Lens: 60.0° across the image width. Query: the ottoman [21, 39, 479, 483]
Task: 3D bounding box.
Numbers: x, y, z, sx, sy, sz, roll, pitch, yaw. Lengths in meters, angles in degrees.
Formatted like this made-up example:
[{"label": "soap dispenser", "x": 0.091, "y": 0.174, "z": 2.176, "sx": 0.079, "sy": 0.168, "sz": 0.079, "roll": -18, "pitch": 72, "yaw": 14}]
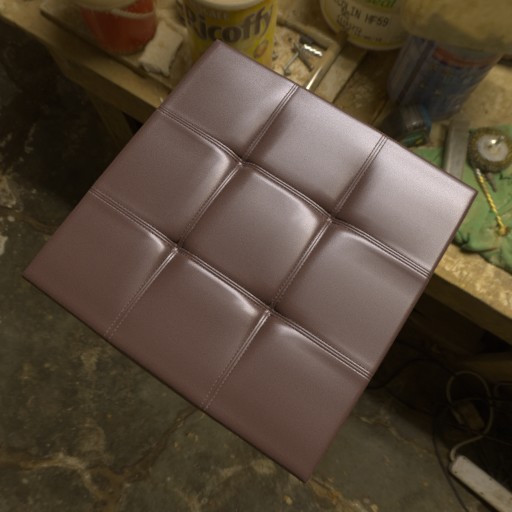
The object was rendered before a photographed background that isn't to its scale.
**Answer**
[{"label": "ottoman", "x": 0.000, "y": 0.000, "z": 1.236, "sx": 0.787, "sy": 0.460, "sz": 0.788, "roll": 33, "pitch": 78, "yaw": 8}]
